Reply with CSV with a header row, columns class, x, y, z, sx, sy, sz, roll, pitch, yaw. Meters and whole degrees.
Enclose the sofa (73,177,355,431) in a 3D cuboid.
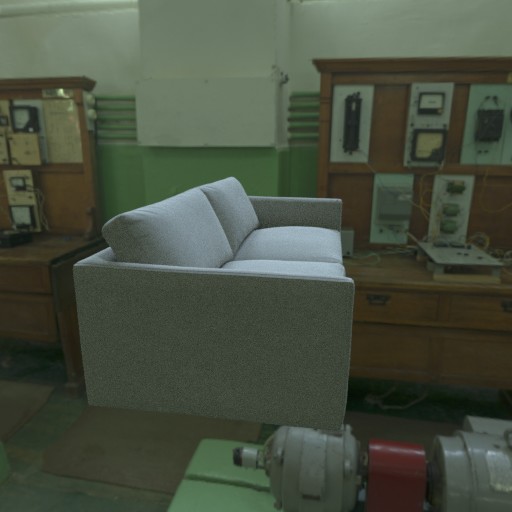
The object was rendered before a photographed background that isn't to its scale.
class,x,y,z,sx,sy,sz,roll,pitch,yaw
sofa,0.000,0.000,2.748,1.090,0.838,2.588,2,15,9
